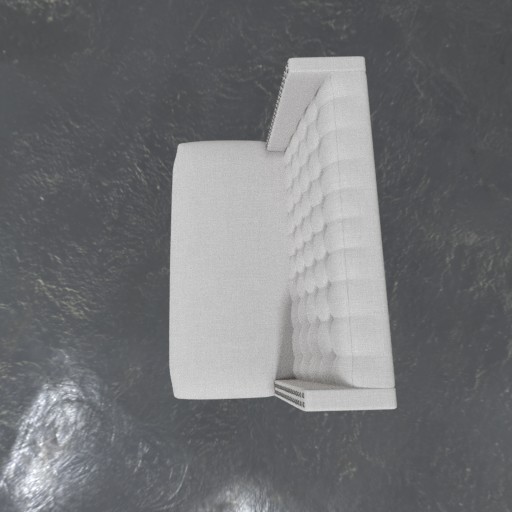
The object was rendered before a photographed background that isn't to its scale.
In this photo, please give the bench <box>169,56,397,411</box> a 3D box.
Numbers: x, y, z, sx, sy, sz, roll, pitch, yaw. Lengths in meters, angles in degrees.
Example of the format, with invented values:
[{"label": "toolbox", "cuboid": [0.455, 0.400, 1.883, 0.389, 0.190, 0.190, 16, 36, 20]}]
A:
[{"label": "bench", "cuboid": [0.000, 0.000, 2.047, 0.847, 1.123, 1.280, -1, 77, 0]}]
